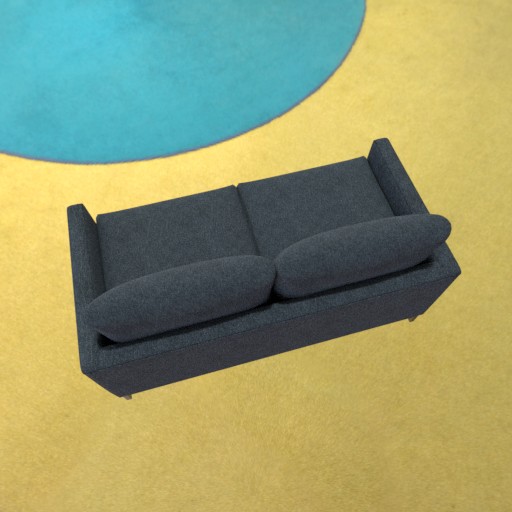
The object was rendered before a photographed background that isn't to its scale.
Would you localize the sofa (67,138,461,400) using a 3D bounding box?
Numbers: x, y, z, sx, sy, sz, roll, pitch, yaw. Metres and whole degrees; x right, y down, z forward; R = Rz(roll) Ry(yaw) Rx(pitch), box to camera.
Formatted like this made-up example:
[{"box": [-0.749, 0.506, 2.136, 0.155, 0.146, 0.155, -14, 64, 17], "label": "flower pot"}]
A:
[{"box": [0.000, 0.000, 2.235, 1.716, 0.862, 0.866, -14, 62, -7], "label": "sofa"}]
